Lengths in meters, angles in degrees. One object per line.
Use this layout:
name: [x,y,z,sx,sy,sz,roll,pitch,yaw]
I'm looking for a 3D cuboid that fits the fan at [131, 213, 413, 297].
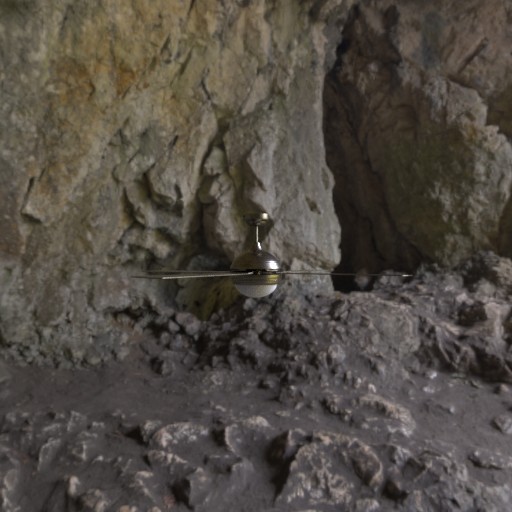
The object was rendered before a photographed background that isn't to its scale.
fan: [0.000,0.000,2.041,1.321,0.381,1.321,0,-1,-36]
